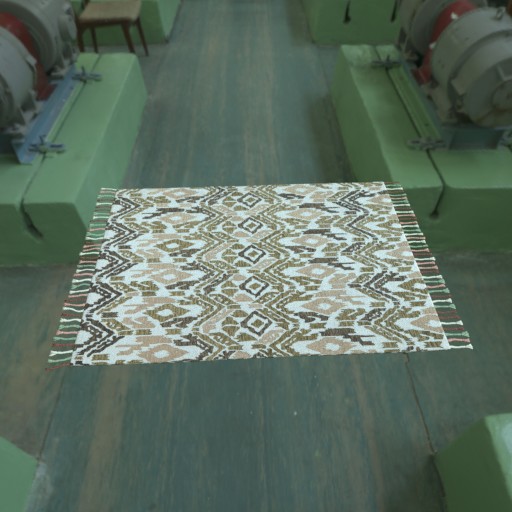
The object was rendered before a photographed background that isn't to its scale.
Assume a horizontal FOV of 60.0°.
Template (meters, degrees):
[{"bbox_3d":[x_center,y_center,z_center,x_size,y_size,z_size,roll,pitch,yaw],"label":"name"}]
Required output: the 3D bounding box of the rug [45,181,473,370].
[{"bbox_3d":[0.000,0.000,2.284,1.829,0.008,1.219,-2,47,-2],"label":"rug"}]
